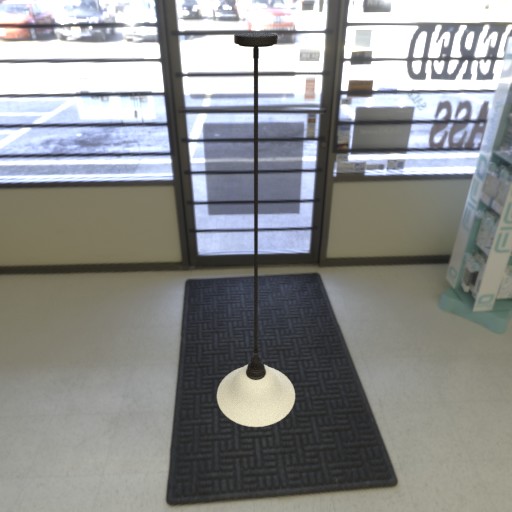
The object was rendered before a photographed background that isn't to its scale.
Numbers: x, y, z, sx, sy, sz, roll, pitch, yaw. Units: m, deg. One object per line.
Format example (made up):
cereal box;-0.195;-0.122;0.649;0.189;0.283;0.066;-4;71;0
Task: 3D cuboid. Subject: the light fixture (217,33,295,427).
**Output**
light fixture;0.000;0.000;1.493;0.324;1.337;0.324;0;31;0
